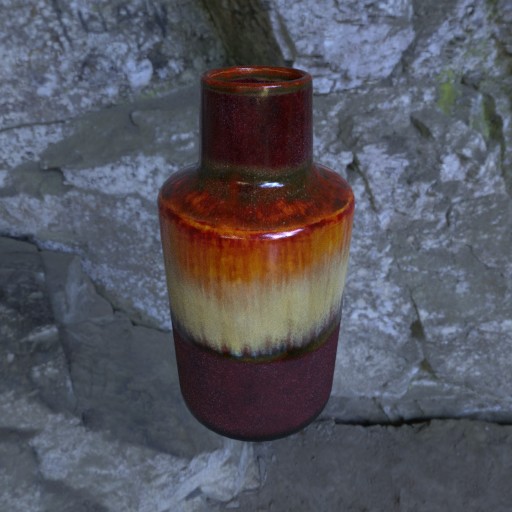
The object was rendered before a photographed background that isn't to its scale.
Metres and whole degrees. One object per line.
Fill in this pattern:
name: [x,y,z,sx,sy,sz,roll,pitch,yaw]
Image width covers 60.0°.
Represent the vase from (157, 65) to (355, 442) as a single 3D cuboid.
vase: [0.000,0.000,0.264,0.108,0.204,0.108,0,32,0]
